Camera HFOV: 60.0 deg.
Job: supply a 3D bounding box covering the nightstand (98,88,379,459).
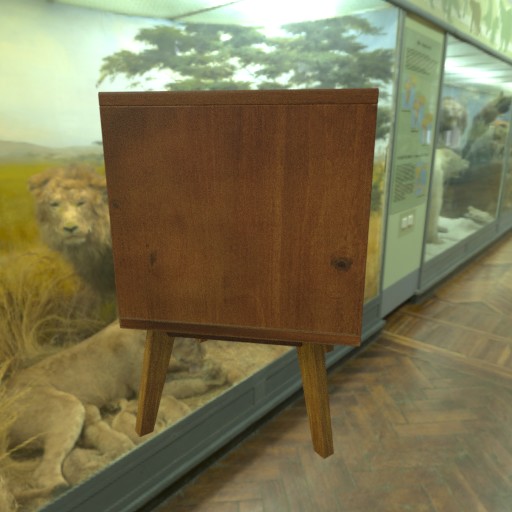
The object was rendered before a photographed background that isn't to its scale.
[{"bbox_3d":[0.000,0.000,0.928,0.411,0.618,0.460,3,16,9],"label":"nightstand"}]
